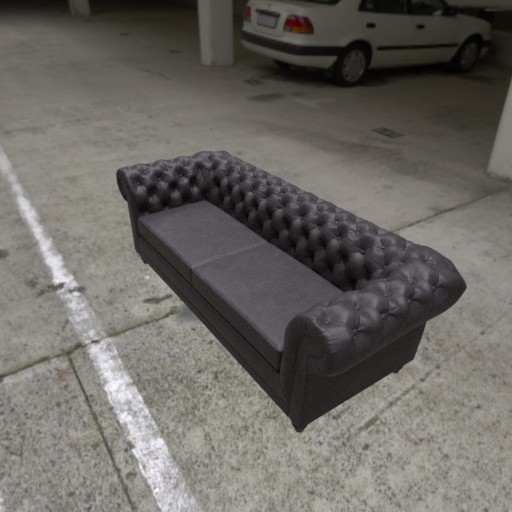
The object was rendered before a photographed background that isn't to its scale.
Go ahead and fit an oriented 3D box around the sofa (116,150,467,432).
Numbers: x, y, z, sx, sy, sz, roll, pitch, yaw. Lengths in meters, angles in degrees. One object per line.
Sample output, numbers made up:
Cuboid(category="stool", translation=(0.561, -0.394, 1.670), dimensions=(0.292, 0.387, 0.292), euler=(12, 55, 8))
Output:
Cuboid(category="sofa", translation=(0.000, 0.000, 2.844), dimensions=(0.944, 0.783, 2.385), euler=(-19, 35, -29))
